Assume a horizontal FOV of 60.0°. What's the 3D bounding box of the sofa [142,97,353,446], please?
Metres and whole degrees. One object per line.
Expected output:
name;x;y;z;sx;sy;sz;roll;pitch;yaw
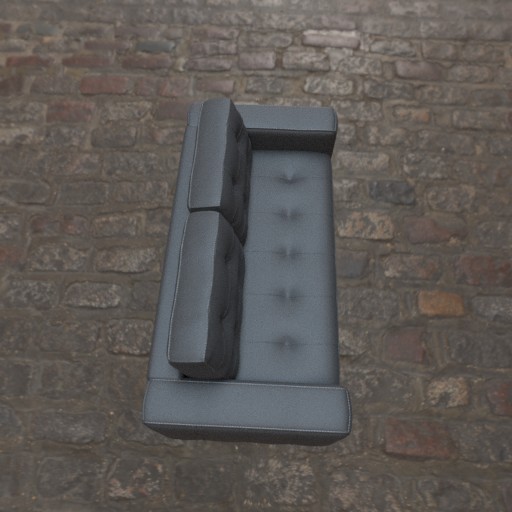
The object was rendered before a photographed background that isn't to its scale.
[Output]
sofa;0.000;0.000;2.244;0.833;0.893;1.726;2;63;1
